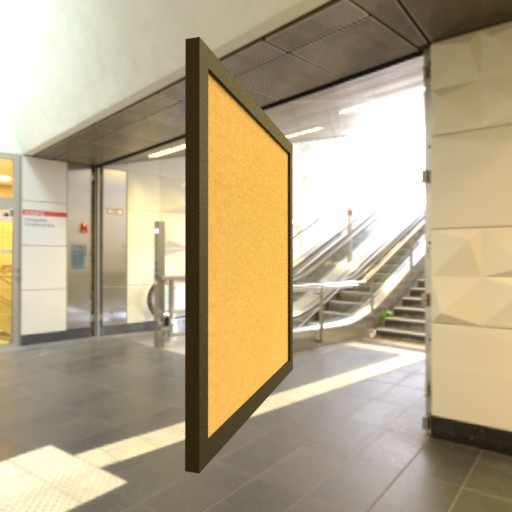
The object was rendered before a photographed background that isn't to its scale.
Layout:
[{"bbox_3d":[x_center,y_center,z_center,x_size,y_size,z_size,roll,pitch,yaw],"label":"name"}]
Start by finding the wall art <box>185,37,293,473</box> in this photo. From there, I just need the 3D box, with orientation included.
[{"bbox_3d":[0.000,0.000,0.532,0.013,0.356,0.356,0,-1,17],"label":"wall art"}]
